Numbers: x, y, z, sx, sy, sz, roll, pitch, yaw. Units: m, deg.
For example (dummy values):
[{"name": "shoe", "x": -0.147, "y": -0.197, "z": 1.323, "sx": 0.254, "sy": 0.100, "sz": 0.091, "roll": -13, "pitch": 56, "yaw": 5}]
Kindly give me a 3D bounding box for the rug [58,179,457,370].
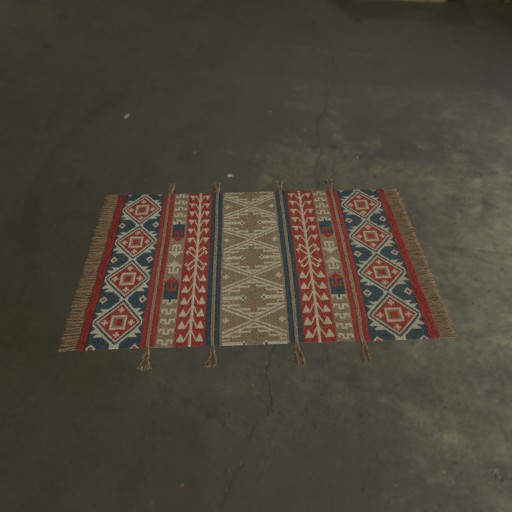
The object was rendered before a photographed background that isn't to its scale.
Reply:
[{"name": "rug", "x": 0.000, "y": 0.000, "z": 3.194, "sx": 2.450, "sy": 0.048, "sz": 1.778, "roll": -2, "pitch": 46, "yaw": -1}]
